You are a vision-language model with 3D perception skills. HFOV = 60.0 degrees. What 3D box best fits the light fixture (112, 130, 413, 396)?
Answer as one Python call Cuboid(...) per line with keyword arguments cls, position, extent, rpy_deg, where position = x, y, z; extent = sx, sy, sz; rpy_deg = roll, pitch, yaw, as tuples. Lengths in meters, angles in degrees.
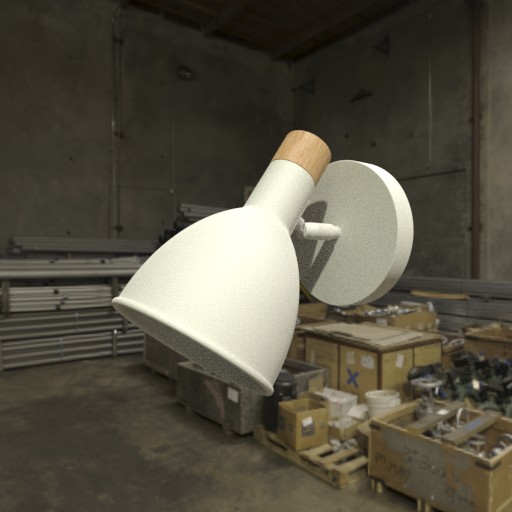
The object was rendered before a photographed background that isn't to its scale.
Cuboid(cls="light fixture", position=(0.000, 0.000, 0.332), extent=(0.209, 0.199, 0.127), rpy_deg=(0, 0, -36))
